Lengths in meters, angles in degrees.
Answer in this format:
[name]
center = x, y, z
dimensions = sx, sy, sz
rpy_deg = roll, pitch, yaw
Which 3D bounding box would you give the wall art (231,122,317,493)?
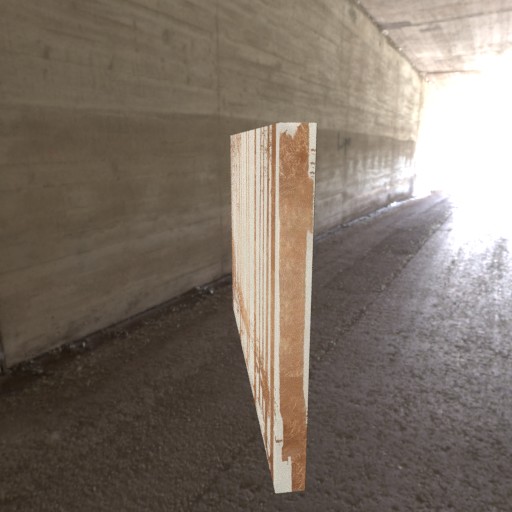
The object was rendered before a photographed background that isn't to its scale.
[wall art]
center = 0.000, 0.000, 0.750
dimensions = 0.035, 0.405, 0.609
rpy_deg = -2, 14, -7
